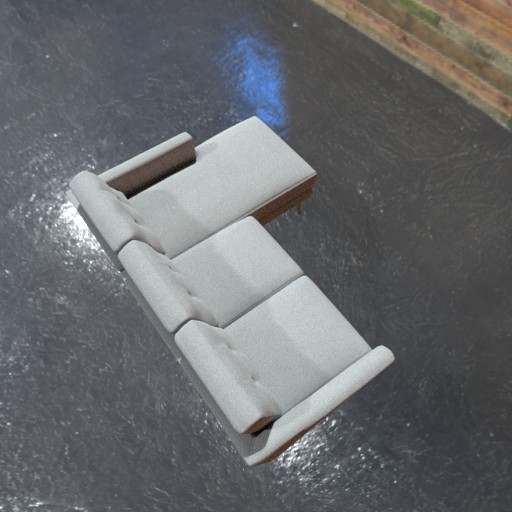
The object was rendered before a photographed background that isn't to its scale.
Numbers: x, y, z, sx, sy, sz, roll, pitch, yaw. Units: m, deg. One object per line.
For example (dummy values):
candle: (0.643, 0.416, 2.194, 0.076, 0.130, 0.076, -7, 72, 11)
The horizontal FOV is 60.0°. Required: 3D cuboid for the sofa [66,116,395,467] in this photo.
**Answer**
sofa: (0.000, 0.000, 2.809, 1.530, 0.860, 2.040, -33, 64, -18)
